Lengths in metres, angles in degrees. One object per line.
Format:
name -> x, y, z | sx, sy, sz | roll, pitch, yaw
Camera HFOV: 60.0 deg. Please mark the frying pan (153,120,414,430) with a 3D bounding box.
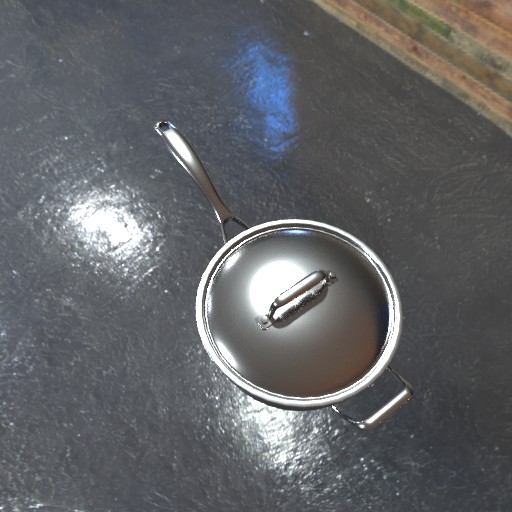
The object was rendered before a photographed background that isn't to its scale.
frying pan -> 0.000, 0.000, 0.578 | 0.245, 0.111, 0.492 | -31, 63, -18
